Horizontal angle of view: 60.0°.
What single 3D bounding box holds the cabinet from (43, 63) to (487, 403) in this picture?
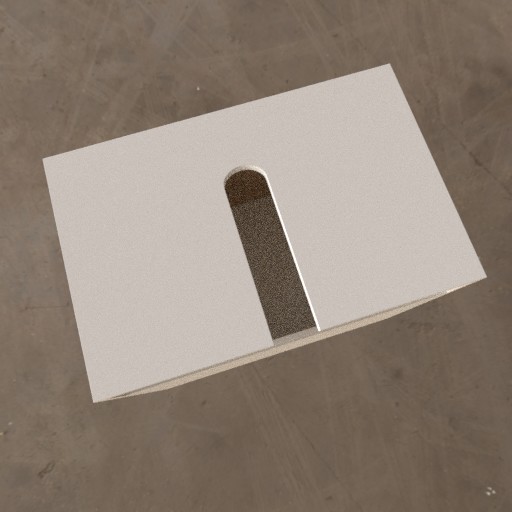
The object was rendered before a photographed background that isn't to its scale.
[{"bbox_3d":[0.000,0.000,0.941,0.600,0.522,0.400,-17,76,-4],"label":"cabinet"}]
